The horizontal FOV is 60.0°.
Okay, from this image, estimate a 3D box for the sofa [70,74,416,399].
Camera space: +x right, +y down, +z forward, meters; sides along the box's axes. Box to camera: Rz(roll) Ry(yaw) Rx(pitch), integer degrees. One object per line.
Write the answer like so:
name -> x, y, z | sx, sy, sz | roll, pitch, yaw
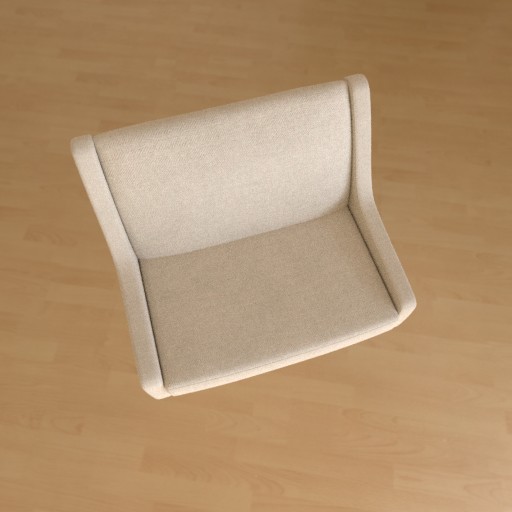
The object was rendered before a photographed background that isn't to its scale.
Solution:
sofa -> 0.000, 0.000, 1.982 | 1.212, 0.976, 0.946 | -15, 65, -7
